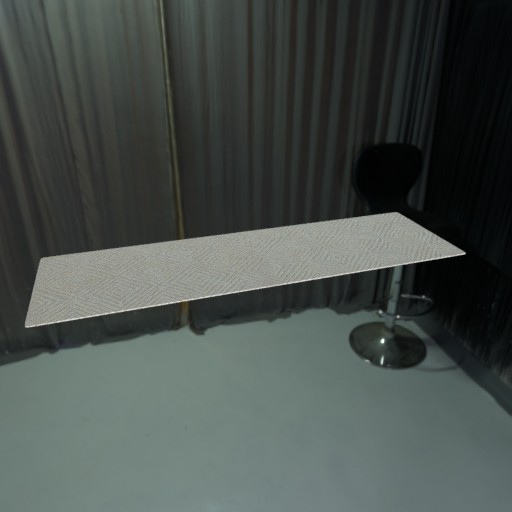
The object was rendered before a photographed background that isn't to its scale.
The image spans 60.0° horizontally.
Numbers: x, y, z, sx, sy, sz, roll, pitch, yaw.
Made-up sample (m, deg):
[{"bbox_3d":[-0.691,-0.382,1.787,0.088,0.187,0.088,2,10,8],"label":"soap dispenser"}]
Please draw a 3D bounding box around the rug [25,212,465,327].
[{"bbox_3d":[0.000,0.000,2.474,2.277,0.008,0.676,-8,28,-16],"label":"rug"}]
